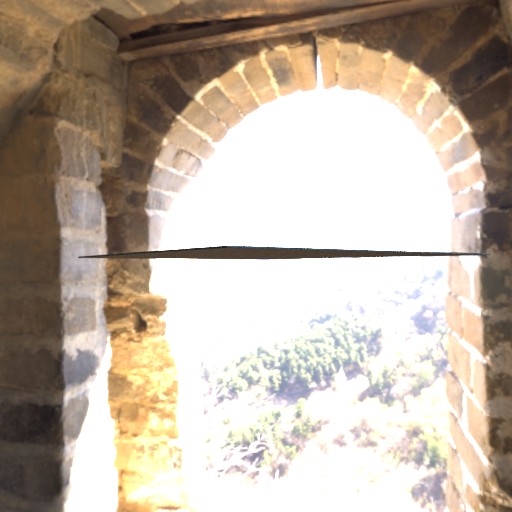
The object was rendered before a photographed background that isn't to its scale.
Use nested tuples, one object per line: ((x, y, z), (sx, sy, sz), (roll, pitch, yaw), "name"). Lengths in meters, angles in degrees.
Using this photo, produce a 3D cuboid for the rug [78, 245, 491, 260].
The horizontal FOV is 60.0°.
((0.000, 0.000, 4.085), (2.441, 0.016, 3.050), (1, -2, -35), "rug")
